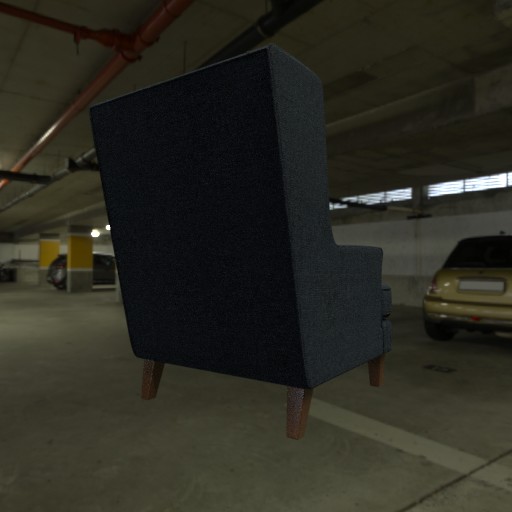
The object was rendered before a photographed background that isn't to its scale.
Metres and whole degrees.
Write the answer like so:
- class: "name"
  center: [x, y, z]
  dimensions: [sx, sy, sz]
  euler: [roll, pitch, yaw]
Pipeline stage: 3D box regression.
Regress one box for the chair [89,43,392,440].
- class: "chair"
  center: [0.000, 0.000, 1.696]
  dimensions: [0.764, 1.072, 0.947]
  euler: [-1, -1, 35]
